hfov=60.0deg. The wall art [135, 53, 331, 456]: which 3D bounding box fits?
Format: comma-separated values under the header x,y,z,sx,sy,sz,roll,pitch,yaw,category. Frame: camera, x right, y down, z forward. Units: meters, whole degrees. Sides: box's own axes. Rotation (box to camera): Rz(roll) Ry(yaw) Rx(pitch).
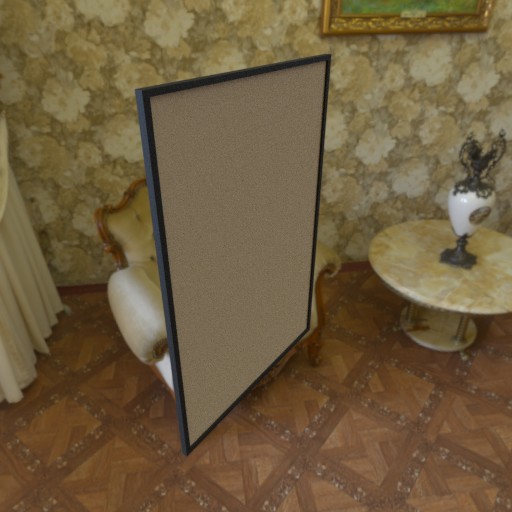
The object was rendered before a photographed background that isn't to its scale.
x,y,z,sx,sy,sz,roll,pitch,yaw,category
0.000,0.000,0.837,0.013,0.660,0.460,20,36,31,wall art
